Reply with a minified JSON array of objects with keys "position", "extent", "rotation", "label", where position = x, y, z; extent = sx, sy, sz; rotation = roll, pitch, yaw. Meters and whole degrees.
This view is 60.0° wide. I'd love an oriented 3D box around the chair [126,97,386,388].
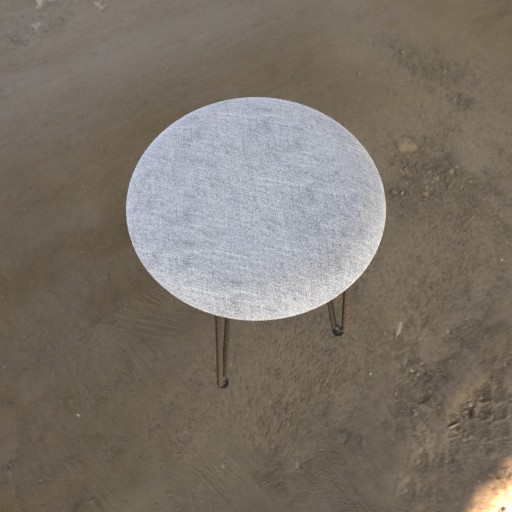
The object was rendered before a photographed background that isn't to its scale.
[{"position":[0.000,0.000,0.674],"extent":[0.350,0.386,0.350],"rotation":[19,65,9],"label":"chair"}]
